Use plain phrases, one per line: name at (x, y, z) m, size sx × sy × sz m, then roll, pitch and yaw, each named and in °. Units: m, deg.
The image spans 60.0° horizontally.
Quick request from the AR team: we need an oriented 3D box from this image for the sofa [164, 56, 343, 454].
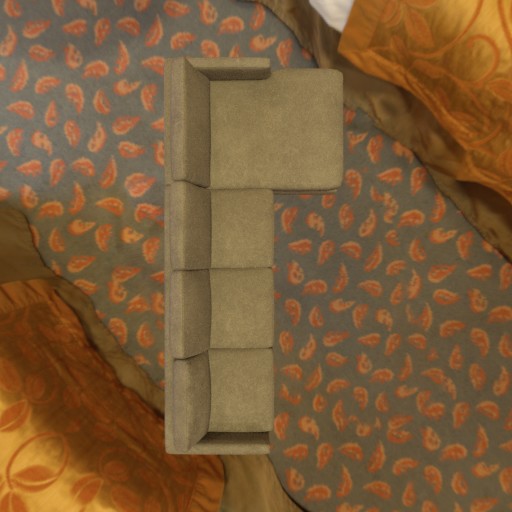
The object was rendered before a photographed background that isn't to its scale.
sofa at (0.000, 0.000, 4.083) m, size 1.604 × 0.950 × 3.471 m, roll 0°, pitch 91°, yaw 1°
